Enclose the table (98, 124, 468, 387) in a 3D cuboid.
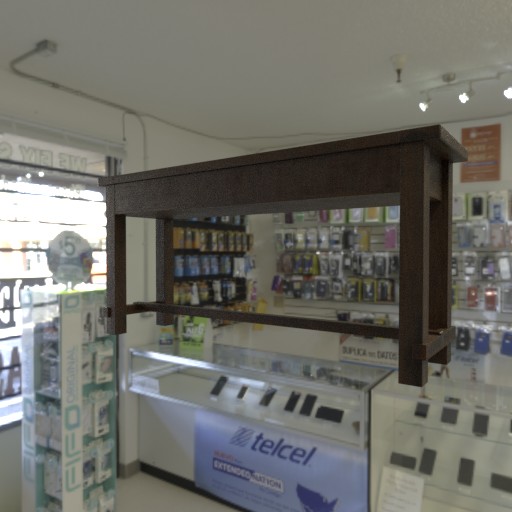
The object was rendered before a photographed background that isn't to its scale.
[{"bbox_3d":[0.000,0.000,1.902,1.599,0.762,0.442,0,1,35],"label":"table"}]
